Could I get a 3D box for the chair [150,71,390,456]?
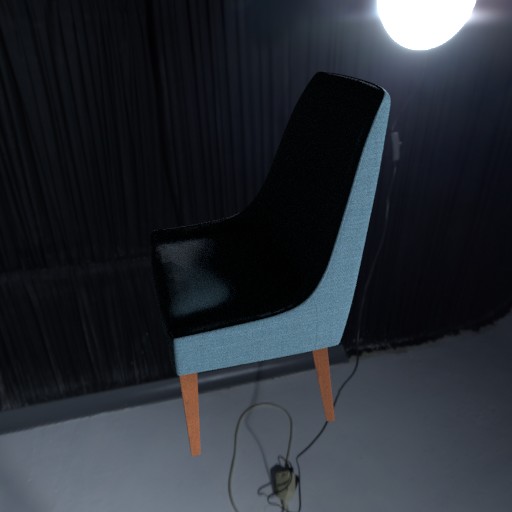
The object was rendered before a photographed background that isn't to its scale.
[{"bbox_3d":[0.000,0.000,1.176,0.544,0.861,0.529,-8,30,-14],"label":"chair"}]
